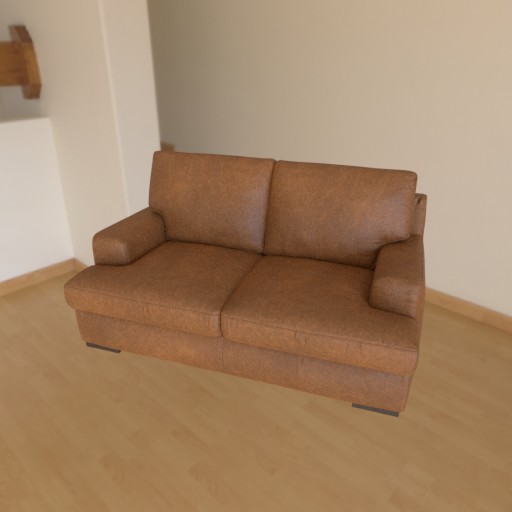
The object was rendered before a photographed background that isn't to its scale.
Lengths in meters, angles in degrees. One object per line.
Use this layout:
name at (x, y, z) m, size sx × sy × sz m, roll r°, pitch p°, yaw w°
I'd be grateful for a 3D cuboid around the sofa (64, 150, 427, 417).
sofa at (0.000, 0.000, 2.563) m, size 1.880 × 0.966 × 1.144 m, roll 8°, pitch 27°, yaw 16°
